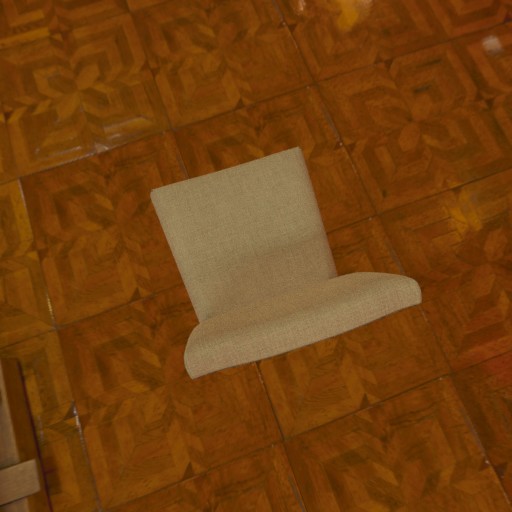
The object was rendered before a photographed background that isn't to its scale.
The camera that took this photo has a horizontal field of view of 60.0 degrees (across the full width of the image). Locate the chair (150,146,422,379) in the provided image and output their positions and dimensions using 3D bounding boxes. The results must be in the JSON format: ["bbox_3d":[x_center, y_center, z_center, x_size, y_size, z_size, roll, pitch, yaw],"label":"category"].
[{"bbox_3d":[0.000,0.000,1.311,0.508,0.986,0.622,-17,75,-5],"label":"chair"}]
